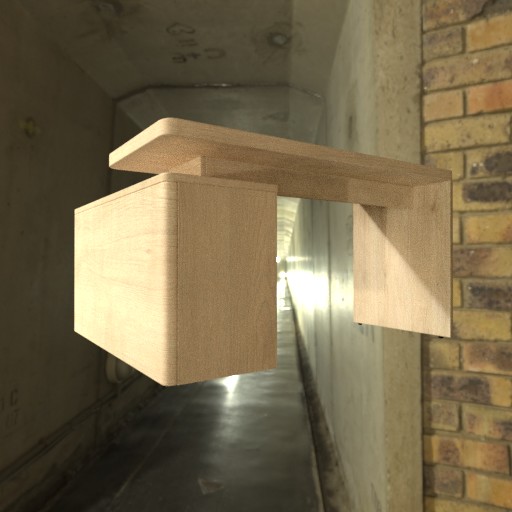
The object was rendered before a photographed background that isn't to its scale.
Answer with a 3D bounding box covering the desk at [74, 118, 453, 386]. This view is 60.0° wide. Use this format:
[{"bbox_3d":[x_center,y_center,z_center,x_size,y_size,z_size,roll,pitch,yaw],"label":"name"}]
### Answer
[{"bbox_3d":[0.000,0.000,2.106,1.400,0.770,1.175,0,0,-34],"label":"desk"}]
